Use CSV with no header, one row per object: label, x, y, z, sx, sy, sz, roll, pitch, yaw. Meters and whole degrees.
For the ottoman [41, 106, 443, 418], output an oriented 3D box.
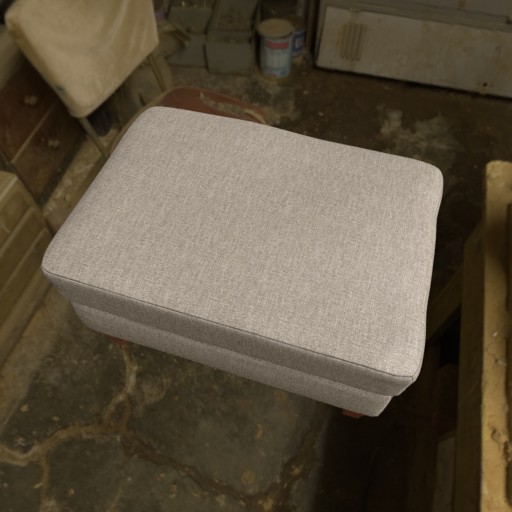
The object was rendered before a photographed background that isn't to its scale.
ottoman,0.000,0.000,1.249,0.873,0.494,0.639,15,58,9
